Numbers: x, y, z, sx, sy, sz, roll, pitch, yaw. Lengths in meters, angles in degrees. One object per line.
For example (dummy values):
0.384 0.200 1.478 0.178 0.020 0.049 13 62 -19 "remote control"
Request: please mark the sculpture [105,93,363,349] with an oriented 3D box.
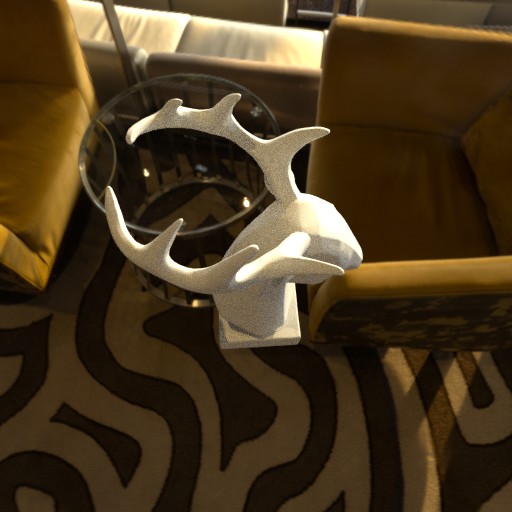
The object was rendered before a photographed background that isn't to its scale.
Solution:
0.000 0.000 0.464 0.224 0.329 0.174 -3 63 -2 "sculpture"
